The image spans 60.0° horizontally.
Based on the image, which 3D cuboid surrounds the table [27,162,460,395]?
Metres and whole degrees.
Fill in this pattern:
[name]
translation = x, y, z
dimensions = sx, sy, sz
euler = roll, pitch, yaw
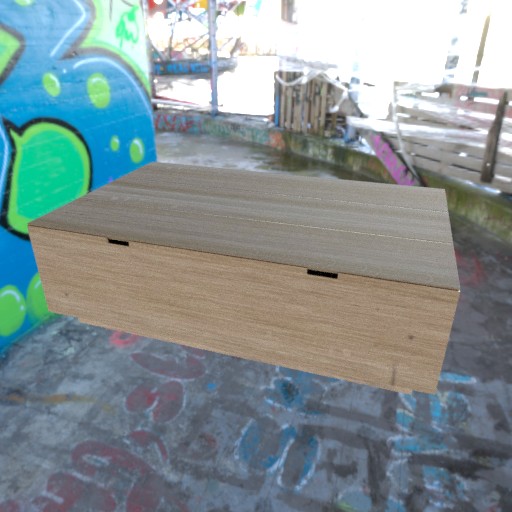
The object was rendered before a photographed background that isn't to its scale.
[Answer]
[table]
translation = 0.000, 0.000, 1.433
dimensions = 1.110, 0.353, 0.678
euler = 9, 28, 16
